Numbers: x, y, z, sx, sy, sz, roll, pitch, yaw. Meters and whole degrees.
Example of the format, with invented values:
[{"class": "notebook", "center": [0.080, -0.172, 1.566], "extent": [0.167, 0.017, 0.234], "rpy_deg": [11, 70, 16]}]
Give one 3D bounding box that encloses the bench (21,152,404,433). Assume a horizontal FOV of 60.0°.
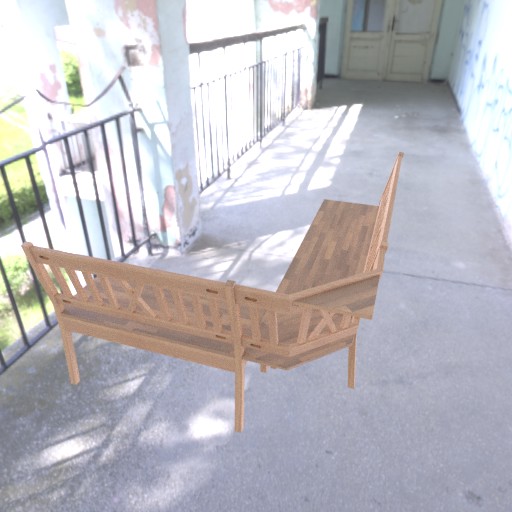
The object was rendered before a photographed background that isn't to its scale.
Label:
[{"class": "bench", "center": [0.000, 0.000, 2.760], "extent": [1.537, 0.902, 1.937], "rpy_deg": [10, 32, 16]}]
